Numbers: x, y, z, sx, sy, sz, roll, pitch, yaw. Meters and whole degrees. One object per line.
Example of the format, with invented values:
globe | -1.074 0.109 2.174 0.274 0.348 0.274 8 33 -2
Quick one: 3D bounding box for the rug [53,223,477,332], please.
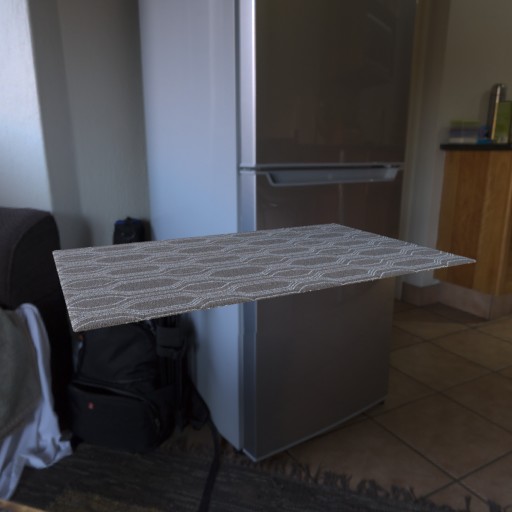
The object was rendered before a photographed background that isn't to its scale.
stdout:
rug | 0.000 0.000 3.019 2.457 0.012 1.541 -7 16 -26
